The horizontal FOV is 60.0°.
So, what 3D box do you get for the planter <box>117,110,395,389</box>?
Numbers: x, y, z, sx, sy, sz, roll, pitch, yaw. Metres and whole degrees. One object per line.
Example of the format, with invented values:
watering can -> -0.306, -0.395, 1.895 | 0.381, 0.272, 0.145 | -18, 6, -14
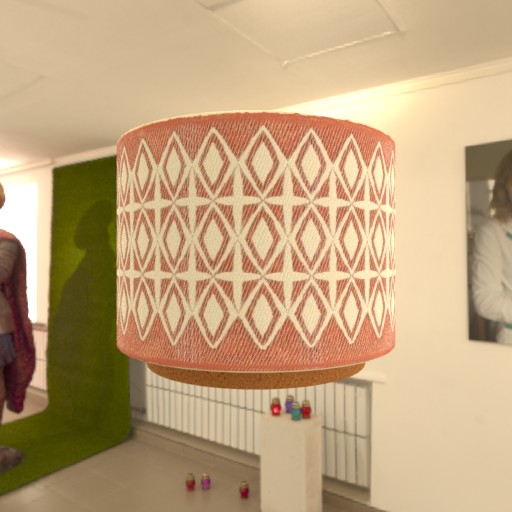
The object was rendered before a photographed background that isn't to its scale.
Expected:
planter -> 0.000, 0.000, 0.320 | 0.192, 0.148, 0.192 | 0, 0, 0
